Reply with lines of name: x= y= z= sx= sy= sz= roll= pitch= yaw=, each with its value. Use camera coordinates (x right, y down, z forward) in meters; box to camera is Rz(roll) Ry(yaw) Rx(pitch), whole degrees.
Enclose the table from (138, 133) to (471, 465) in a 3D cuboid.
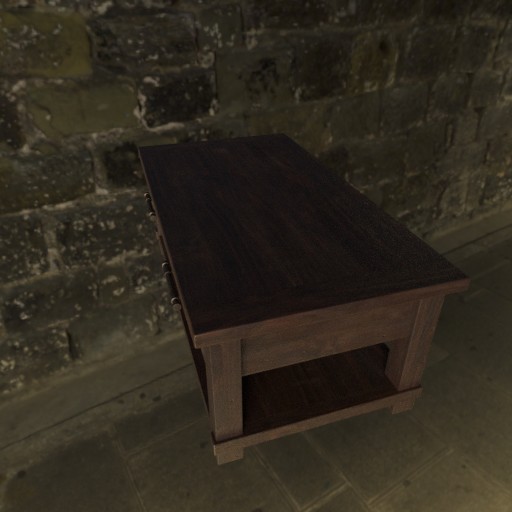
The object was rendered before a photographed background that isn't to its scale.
table: x=0.000 y=0.000 z=1.623 sx=0.700 sy=0.494 sz=1.270 roll=-10 pitch=33 yaw=-15
